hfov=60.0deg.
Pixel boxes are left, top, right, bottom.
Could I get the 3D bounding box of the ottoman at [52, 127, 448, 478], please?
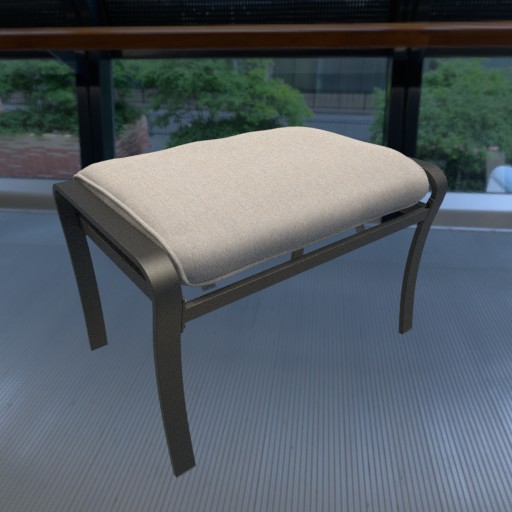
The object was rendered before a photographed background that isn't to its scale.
[{"bbox_3d":[0.000,0.000,0.886,0.610,0.422,0.406,-21,35,-32],"label":"ottoman"}]
